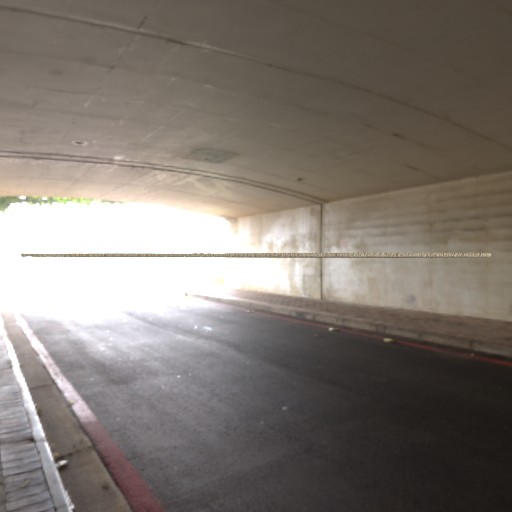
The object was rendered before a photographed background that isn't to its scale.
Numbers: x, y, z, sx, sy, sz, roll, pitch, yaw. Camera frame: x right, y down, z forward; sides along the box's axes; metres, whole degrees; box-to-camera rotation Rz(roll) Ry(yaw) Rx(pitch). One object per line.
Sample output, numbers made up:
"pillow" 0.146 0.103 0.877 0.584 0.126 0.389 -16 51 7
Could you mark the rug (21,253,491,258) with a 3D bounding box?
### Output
"rug" 0.000 0.000 3.395 2.698 0.025 1.798 0 0 0
